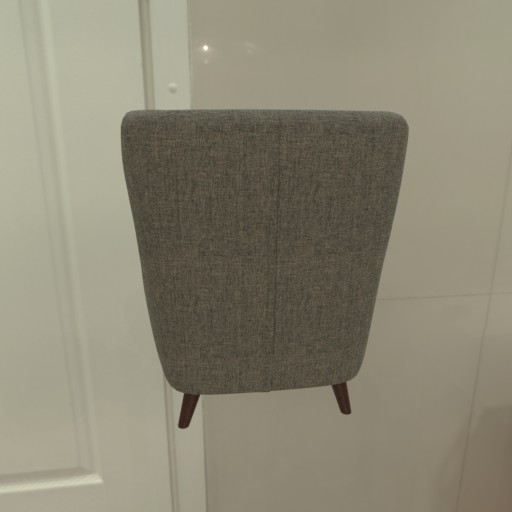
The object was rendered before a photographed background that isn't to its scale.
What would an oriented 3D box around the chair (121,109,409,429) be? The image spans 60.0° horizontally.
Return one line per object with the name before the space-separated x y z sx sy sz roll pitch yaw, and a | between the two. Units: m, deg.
chair | 0.000 0.000 1.740 0.878 1.063 0.904 -2 16 -7
